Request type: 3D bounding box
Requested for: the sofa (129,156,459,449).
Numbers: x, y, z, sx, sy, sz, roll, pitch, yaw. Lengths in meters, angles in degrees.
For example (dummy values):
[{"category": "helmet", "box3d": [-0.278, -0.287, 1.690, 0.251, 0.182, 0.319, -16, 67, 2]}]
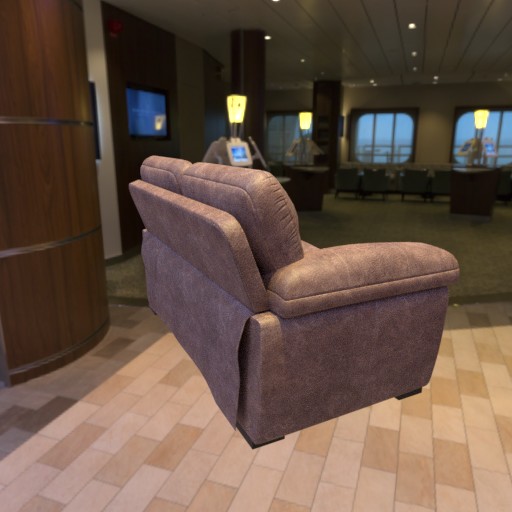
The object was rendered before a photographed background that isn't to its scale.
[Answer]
[{"category": "sofa", "box3d": [0.000, 0.000, 2.322, 0.991, 0.991, 1.753, -7, 17, -26]}]
